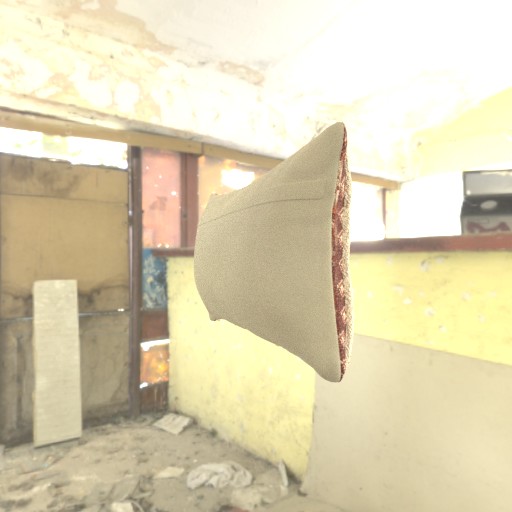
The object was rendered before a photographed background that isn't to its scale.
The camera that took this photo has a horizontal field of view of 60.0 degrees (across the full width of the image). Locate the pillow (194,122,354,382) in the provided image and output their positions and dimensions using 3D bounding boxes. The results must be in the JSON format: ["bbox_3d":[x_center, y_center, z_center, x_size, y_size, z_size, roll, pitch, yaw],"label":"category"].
[{"bbox_3d":[0.000,0.000,0.757,0.161,0.295,0.608,0,-1,-19],"label":"pillow"}]
